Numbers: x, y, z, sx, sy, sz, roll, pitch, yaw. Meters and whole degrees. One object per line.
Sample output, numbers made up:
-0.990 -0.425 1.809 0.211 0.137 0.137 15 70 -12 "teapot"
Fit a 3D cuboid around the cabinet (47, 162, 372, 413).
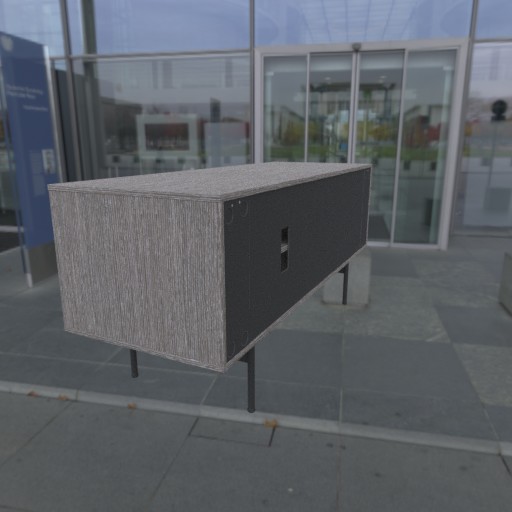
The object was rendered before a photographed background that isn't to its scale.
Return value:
0.000 0.000 1.588 0.500 0.599 1.300 7 16 26 "cabinet"
